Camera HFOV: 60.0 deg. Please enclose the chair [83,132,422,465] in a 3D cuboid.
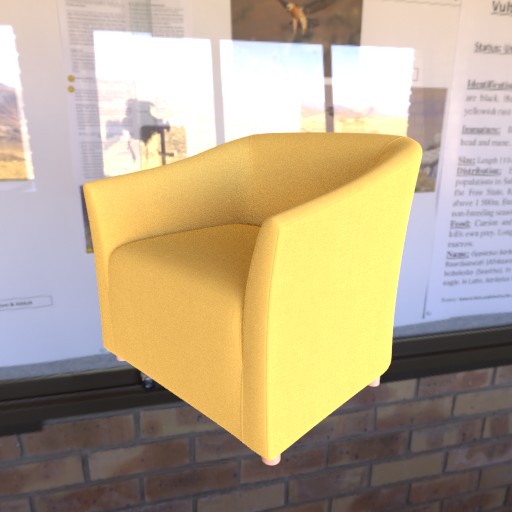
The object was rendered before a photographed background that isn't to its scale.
[{"bbox_3d":[0.000,0.000,1.346,0.790,0.720,0.700,15,22,42],"label":"chair"}]
